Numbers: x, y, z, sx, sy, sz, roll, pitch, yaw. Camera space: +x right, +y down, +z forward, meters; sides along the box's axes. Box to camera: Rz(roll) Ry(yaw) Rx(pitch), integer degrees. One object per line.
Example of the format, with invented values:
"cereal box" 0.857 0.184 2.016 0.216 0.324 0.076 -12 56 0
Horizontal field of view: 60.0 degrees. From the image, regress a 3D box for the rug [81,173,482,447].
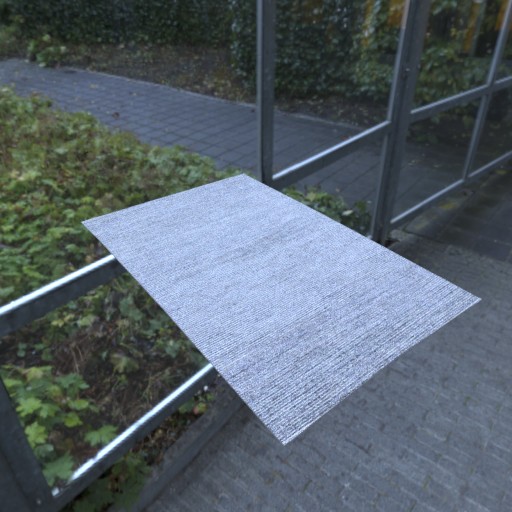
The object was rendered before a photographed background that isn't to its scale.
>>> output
"rug" 0.000 0.000 2.245 1.159 0.021 1.789 -23 40 -31
